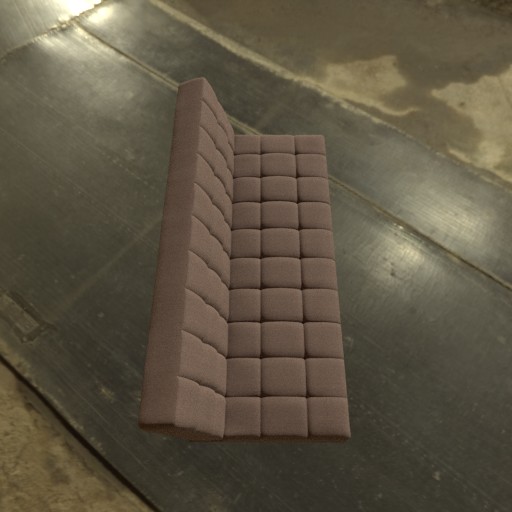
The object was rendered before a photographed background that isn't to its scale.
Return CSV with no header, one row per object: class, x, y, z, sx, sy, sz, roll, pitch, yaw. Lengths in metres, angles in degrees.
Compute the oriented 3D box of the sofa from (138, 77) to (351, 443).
sofa,0.000,0.000,2.335,0.860,0.810,1.800,0,63,0
